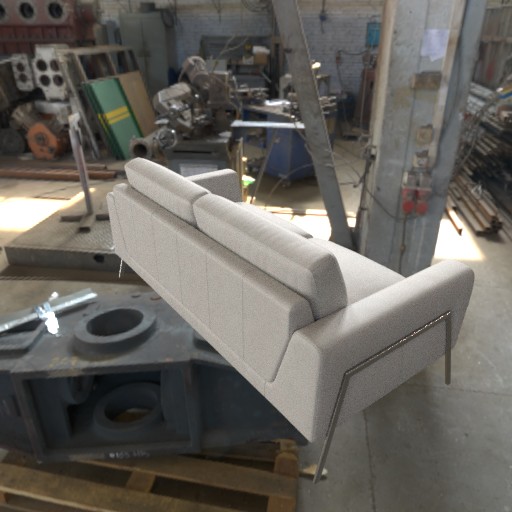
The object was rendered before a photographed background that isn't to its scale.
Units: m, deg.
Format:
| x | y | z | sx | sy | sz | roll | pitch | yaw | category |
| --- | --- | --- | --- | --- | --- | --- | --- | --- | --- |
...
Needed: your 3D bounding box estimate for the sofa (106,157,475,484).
| x | y | z | sx | sy | sz | roll | pitch | yaw | category |
| --- | --- | --- | --- | --- | --- | --- | --- | --- | --- |
| 0.000 | 0.000 | 2.483 | 0.953 | 0.875 | 2.017 | -19 | 32 | -32 | sofa |
